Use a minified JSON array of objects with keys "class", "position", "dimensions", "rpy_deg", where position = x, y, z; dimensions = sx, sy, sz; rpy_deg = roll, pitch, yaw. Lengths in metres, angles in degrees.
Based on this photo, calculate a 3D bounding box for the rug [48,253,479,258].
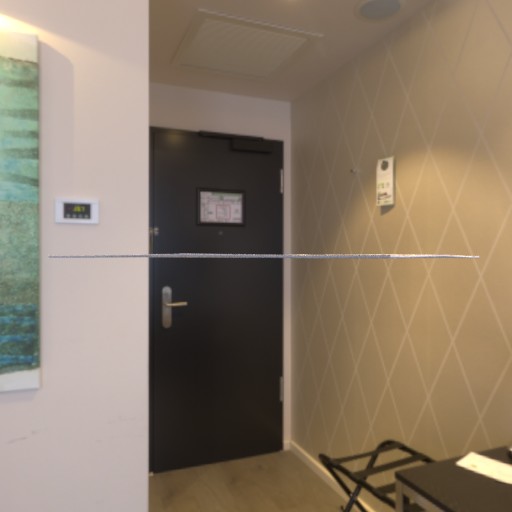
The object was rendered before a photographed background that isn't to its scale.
[{"class":"rug","position":[0.000,0.000,2.151],"dimensions":[1.773,0.021,1.149],"rpy_deg":[0,0,38]}]
